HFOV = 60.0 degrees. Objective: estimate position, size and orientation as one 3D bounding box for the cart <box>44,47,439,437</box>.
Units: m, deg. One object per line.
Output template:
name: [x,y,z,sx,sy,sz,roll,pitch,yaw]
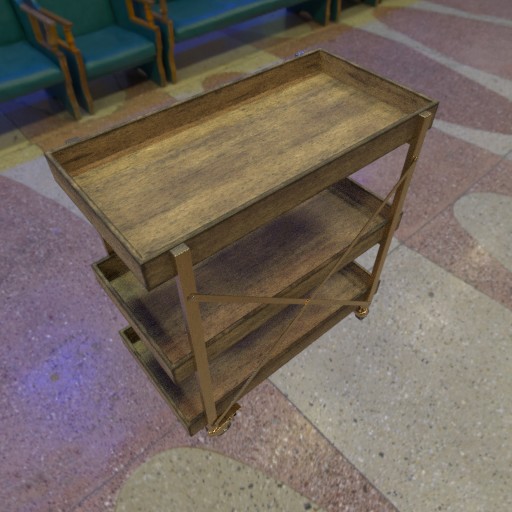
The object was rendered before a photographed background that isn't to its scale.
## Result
cart: [0.000,0.000,1.208,0.750,0.799,0.416,-31,55,-25]
